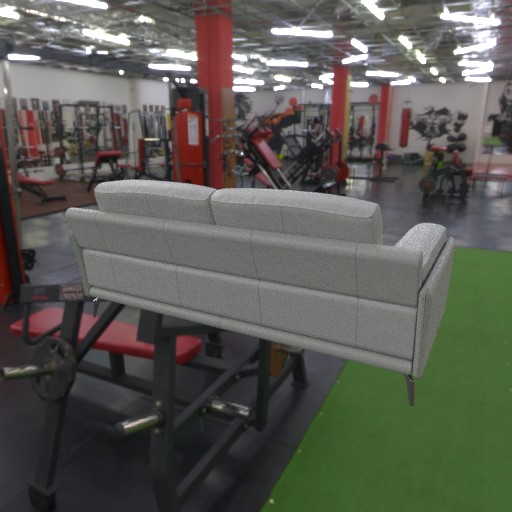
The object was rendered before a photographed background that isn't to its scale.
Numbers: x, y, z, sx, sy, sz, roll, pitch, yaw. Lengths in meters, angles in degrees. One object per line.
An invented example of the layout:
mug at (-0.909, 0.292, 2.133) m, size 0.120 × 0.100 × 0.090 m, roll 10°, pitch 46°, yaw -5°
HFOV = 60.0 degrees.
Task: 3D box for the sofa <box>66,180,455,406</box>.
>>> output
sofa at (0.000, 0.000, 2.662) m, size 2.101 × 0.930 × 1.049 m, roll 9°, pitch 18°, yaw 27°
